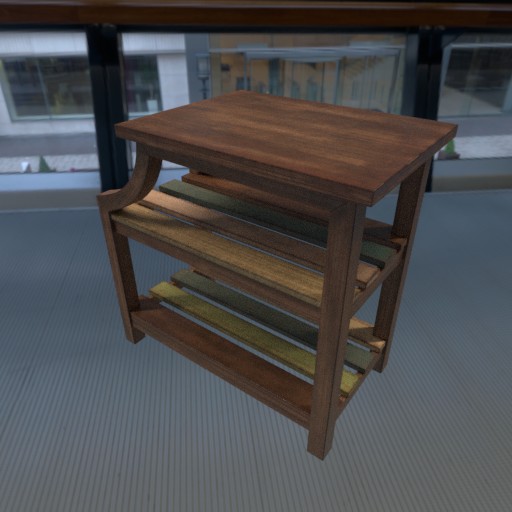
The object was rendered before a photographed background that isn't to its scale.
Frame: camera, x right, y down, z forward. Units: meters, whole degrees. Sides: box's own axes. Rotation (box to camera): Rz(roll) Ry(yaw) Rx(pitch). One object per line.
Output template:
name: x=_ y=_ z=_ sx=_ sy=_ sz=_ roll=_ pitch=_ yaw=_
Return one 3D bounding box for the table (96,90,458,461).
table: x=0.000 y=0.000 z=0.953 sx=0.609 sy=0.584 sz=0.356 roll=21 pitch=38 yaw=30
